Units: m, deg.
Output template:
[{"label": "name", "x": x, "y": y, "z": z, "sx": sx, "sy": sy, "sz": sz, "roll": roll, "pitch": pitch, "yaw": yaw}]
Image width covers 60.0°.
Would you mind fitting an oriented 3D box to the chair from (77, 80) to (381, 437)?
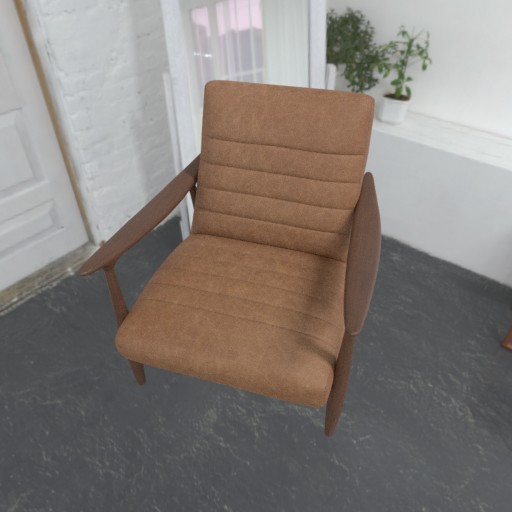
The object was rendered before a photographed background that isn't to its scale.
[{"label": "chair", "x": 0.000, "y": 0.000, "z": 1.419, "sx": 0.741, "sy": 0.832, "sz": 0.798, "roll": 11, "pitch": 42, "yaw": 12}]
